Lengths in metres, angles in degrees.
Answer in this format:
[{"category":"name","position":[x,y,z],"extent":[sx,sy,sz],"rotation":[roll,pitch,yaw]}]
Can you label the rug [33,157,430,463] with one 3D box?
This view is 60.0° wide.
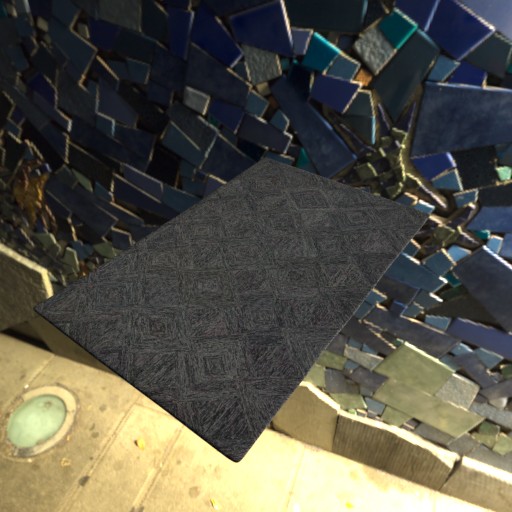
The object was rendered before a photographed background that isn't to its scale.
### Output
[{"category":"rug","position":[0.000,0.000,2.218],"extent":[1.158,0.013,1.752],"rotation":[25,46,27]}]
